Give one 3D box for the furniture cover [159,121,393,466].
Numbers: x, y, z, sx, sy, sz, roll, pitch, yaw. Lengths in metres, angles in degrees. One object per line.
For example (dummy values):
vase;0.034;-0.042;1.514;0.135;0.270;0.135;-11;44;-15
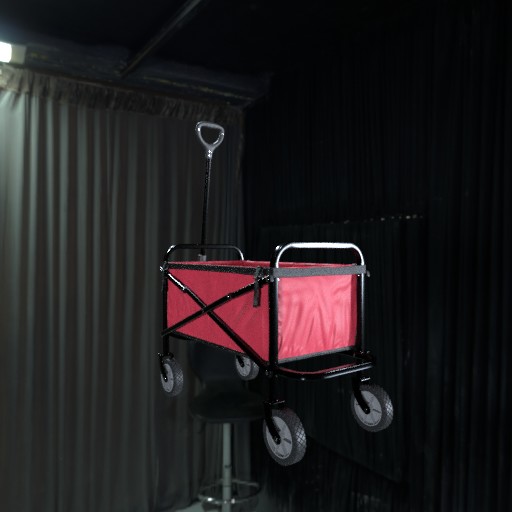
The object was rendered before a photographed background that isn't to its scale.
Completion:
furniture cover;0.000;0.000;1.873;0.532;1.295;1.038;-1;1;-37
